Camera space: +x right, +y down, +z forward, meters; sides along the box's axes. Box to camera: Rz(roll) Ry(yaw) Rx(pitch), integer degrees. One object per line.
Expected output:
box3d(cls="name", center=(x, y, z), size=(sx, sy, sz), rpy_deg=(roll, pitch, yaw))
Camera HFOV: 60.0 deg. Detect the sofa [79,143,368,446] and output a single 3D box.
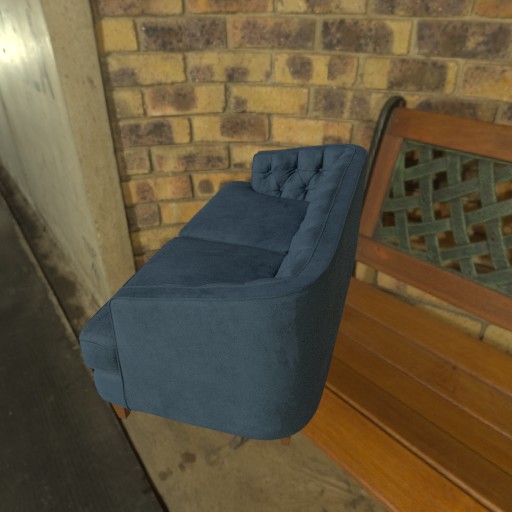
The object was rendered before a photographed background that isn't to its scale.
box3d(cls="sofa", center=(0.000, 0.000, 2.278), size=(0.941, 0.854, 1.733), rpy_deg=(9, 32, 15))
